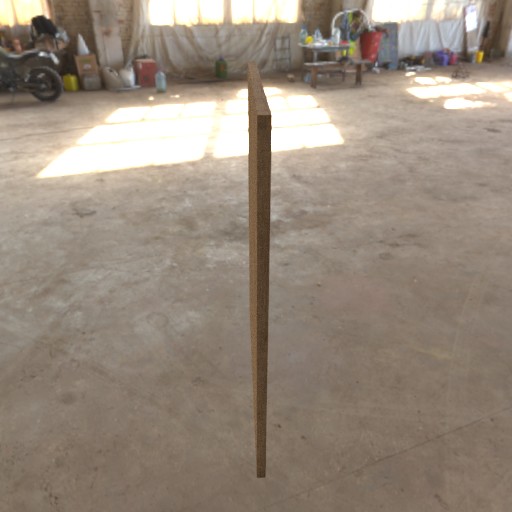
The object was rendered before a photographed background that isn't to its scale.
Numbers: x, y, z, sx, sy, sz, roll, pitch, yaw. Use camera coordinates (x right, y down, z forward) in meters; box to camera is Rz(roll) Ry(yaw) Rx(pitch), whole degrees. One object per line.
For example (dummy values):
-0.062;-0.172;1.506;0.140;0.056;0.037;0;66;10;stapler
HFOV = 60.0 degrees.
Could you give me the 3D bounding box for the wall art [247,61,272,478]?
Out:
0.000;0.000;0.920;0.018;0.686;0.534;-1;30;-2;wall art
